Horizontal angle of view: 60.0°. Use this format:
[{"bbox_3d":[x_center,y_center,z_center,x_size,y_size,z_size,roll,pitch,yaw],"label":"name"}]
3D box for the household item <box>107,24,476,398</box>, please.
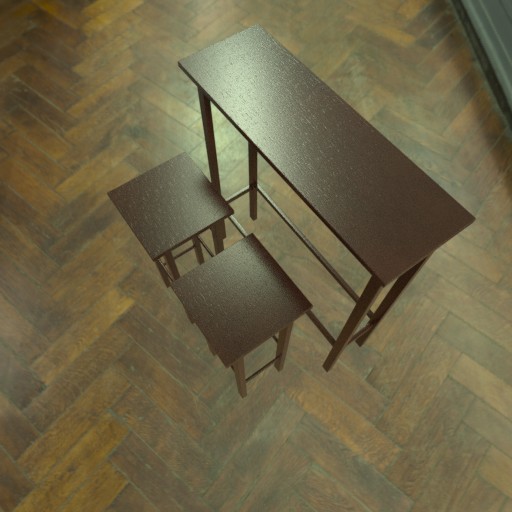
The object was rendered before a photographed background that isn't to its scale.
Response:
[{"bbox_3d":[0.000,0.000,1.641,0.676,1.067,0.914,-33,67,-16],"label":"household item"}]
